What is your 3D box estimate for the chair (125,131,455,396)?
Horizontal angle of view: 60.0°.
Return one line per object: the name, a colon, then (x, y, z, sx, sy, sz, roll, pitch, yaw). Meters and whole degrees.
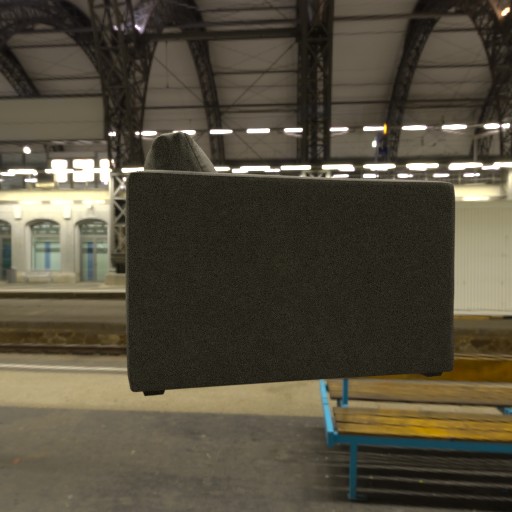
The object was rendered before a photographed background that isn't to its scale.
chair: (0.000, 0.000, 1.896, 1.091, 0.845, 1.190, 0, 0, -17)
